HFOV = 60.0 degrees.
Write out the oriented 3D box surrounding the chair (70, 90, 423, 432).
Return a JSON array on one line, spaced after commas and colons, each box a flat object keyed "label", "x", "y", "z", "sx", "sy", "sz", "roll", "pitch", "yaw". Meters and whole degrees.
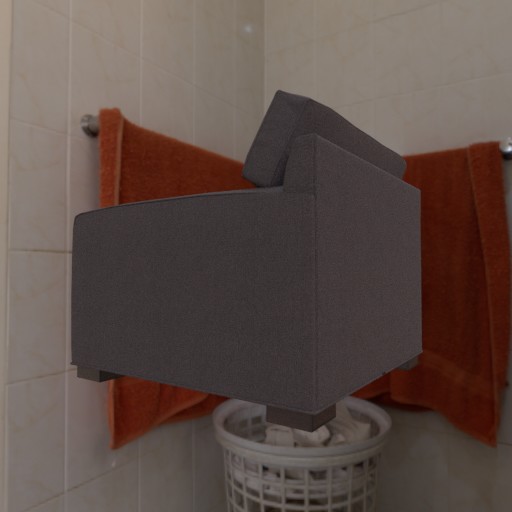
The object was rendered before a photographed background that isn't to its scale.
[{"label": "chair", "x": 0.000, "y": 0.000, "z": 1.788, "sx": 1.043, "sy": 0.913, "sz": 0.997, "roll": -1, "pitch": -2, "yaw": 35}]
